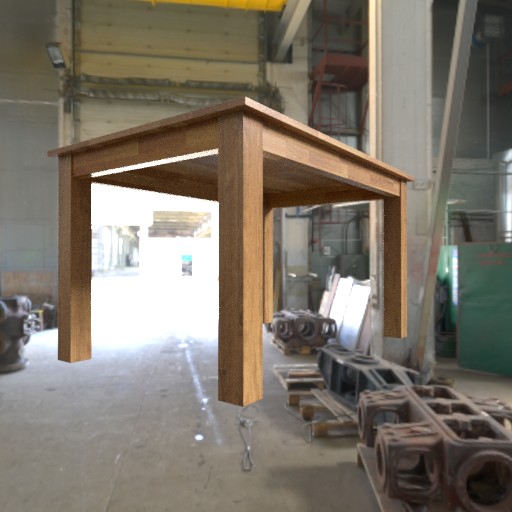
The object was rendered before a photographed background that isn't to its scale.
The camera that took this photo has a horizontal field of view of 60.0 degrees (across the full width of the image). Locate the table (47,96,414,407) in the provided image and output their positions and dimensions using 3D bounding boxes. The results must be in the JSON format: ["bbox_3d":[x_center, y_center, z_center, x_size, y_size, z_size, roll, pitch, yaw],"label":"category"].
[{"bbox_3d":[0.000,0.000,1.843,0.900,0.750,1.300,0,0,37],"label":"table"}]
